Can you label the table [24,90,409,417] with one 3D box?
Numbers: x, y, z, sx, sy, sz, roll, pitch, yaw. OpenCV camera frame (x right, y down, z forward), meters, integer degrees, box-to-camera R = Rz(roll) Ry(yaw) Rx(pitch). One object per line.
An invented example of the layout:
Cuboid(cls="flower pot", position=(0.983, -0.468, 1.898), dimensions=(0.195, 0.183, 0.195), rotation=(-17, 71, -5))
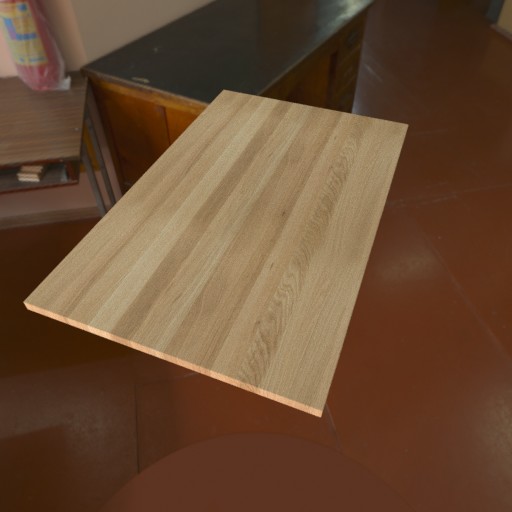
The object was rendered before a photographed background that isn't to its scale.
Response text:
Cuboid(cls="table", position=(0.000, 0.000, 1.451), dimensions=(0.700, 0.510, 1.100), rotation=(16, 49, 15))
